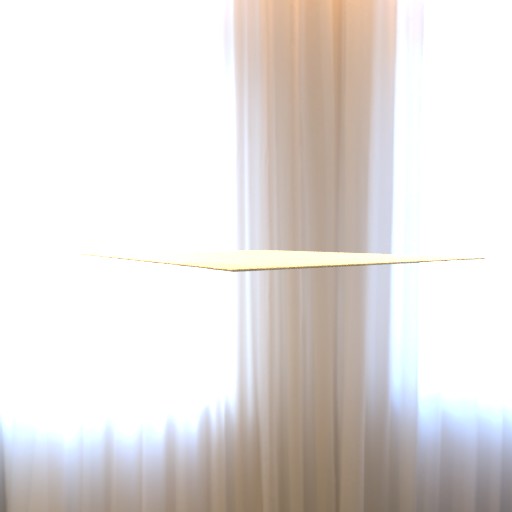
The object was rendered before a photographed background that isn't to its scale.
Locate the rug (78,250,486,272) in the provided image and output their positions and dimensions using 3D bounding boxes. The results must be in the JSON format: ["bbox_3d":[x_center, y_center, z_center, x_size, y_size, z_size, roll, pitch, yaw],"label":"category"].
[{"bbox_3d":[0.000,0.000,4.129,2.447,0.014,3.061,-2,3,-35],"label":"rug"}]
